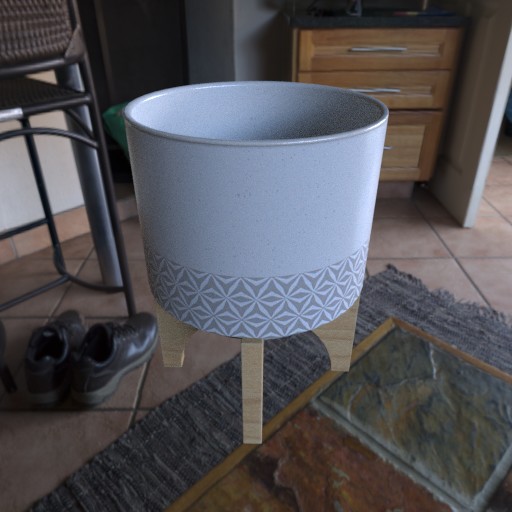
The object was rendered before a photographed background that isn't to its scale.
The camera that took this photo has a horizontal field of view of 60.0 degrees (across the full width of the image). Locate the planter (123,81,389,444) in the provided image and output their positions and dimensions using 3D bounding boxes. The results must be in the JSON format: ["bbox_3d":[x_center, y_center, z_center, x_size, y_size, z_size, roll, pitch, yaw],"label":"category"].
[{"bbox_3d":[0.000,0.000,0.516,0.249,0.343,0.249,0,31,0],"label":"planter"}]
